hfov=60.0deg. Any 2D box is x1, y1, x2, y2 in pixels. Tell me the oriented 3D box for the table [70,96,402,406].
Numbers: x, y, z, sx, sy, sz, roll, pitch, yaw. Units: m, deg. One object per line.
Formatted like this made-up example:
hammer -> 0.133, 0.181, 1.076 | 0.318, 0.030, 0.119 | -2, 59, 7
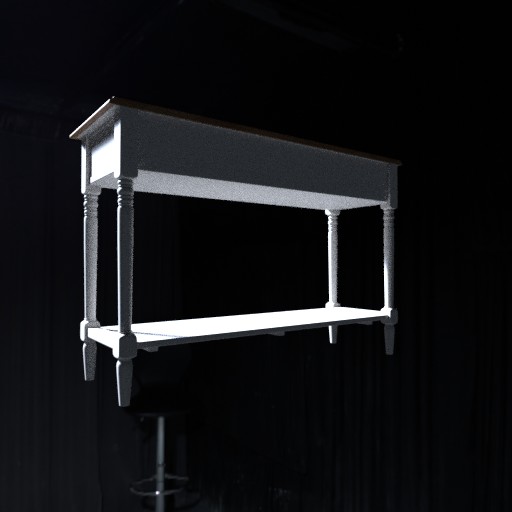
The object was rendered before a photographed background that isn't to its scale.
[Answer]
table -> 0.000, 0.000, 1.642 | 1.219, 0.800, 0.399 | 1, -1, -36
